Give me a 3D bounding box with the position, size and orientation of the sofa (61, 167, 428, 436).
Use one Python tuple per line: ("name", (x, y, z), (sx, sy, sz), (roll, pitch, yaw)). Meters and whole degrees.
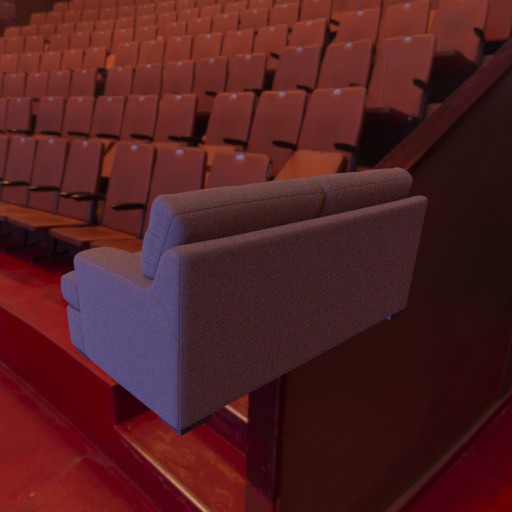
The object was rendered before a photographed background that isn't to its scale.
("sofa", (0.000, 0.000, 2.520), (1.869, 0.950, 1.140), (-15, 22, -42))
